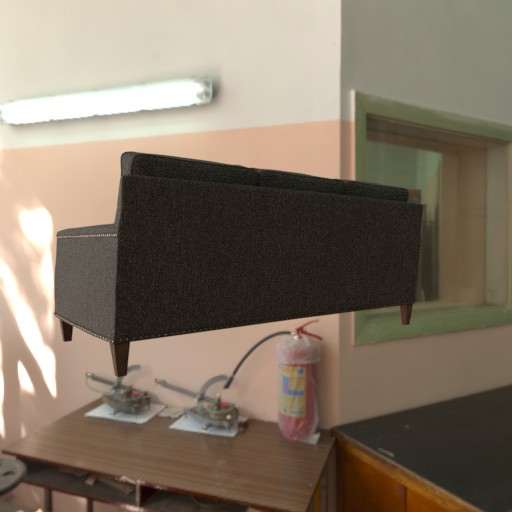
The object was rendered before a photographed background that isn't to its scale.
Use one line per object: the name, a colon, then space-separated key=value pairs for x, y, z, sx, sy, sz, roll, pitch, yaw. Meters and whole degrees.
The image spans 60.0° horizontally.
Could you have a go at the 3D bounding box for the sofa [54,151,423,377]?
sofa: x=0.000 y=0.000 z=2.889 sx=2.246 sy=1.003 sz=1.084 roll=-1 pitch=2 yaw=-37
